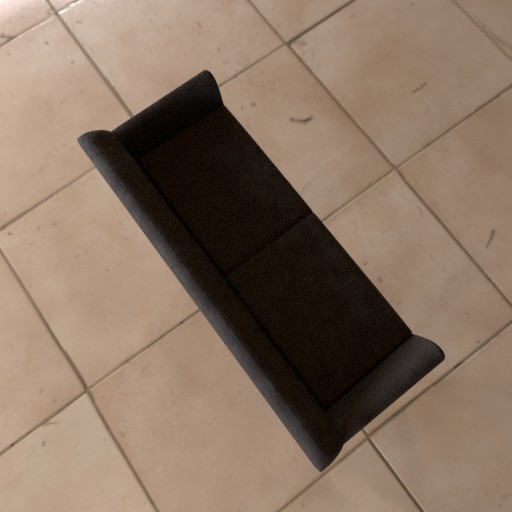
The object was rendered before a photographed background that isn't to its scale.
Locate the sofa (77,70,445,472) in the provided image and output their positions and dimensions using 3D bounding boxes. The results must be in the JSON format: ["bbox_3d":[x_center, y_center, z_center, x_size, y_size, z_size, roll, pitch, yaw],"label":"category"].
[{"bbox_3d":[0.000,0.000,2.686,0.900,0.740,2.190,-37,80,-8],"label":"sofa"}]
